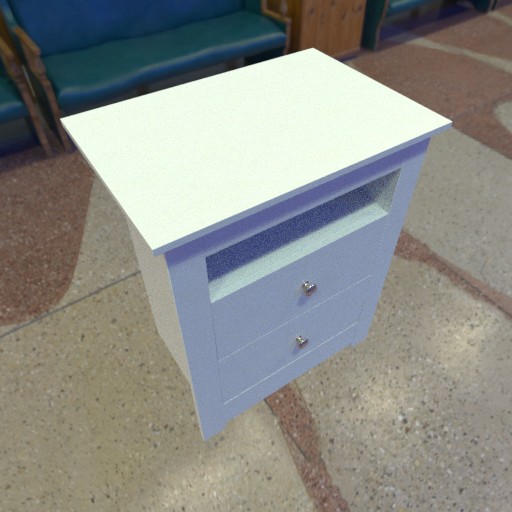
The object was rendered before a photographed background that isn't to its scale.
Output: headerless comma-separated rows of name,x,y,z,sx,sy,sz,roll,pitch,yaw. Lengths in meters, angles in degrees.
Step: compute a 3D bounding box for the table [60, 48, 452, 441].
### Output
table,0.000,0.000,1.062,0.589,0.711,0.406,-26,51,-22
